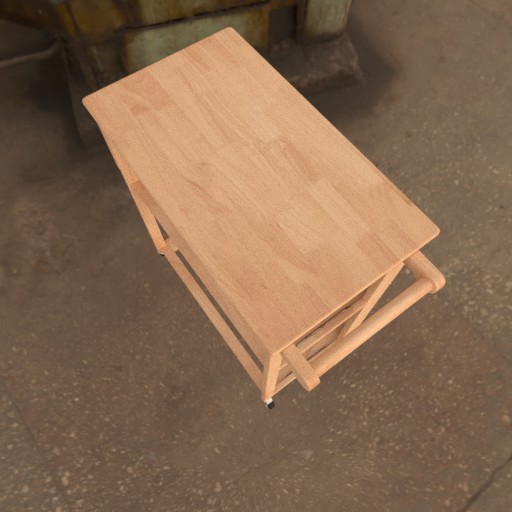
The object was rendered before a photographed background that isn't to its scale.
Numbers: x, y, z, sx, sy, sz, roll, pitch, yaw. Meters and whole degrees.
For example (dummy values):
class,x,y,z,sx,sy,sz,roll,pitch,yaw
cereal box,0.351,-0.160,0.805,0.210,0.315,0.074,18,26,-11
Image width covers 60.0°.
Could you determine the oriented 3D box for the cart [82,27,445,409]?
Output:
class,x,y,z,sx,sy,sz,roll,pitch,yaw
cart,0.000,0.000,1.356,0.432,0.879,0.853,-33,69,-15
